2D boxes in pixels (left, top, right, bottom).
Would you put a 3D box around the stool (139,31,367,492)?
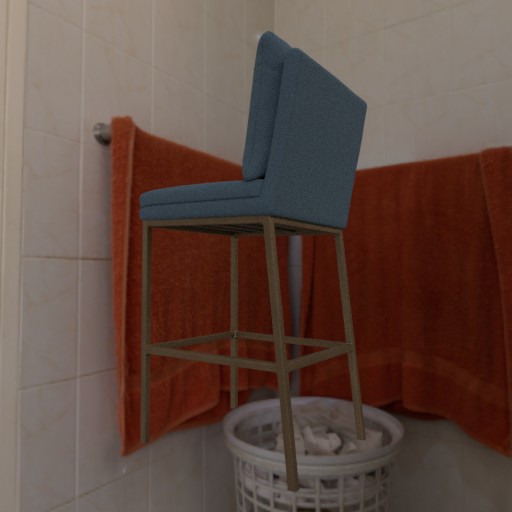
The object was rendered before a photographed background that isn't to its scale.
[{"bbox_3d":[0.000,0.000,1.375,0.568,1.124,0.463,-2,-3,36],"label":"stool"}]
